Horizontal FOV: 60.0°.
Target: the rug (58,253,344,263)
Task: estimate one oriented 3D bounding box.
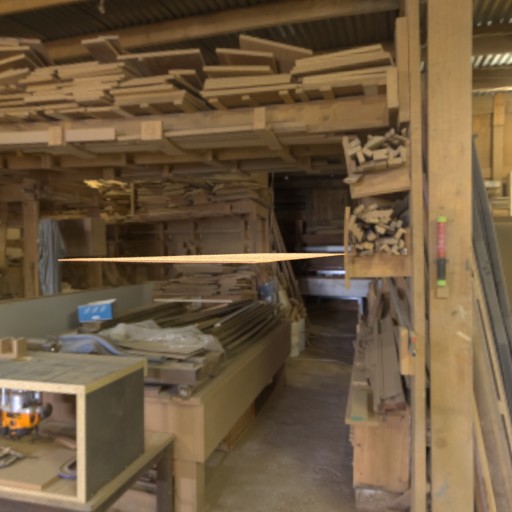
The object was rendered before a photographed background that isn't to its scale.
[{"bbox_3d":[0.000,0.000,2.715,0.799,0.010,2.444,0,1,18],"label":"rug"}]
